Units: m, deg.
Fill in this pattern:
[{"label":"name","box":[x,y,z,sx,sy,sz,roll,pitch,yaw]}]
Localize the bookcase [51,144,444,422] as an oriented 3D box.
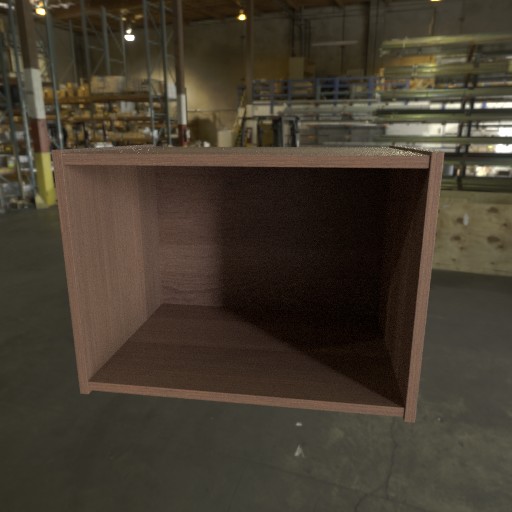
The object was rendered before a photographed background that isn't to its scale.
[{"label":"bookcase","box":[0.000,0.000,0.640,0.415,0.305,0.290,2,15,8]}]
